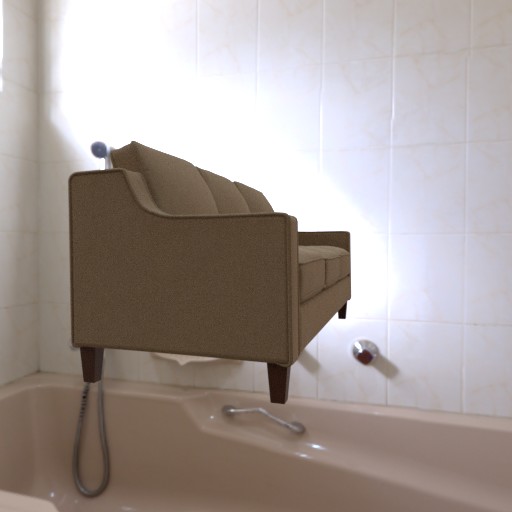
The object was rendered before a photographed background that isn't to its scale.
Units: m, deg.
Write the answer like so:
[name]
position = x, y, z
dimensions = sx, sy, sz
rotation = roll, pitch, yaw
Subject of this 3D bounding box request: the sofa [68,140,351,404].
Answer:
[sofa]
position = 0.000, 0.000, 2.541
dimensions = 0.911, 0.974, 1.986
rotation = 0, 1, 18
